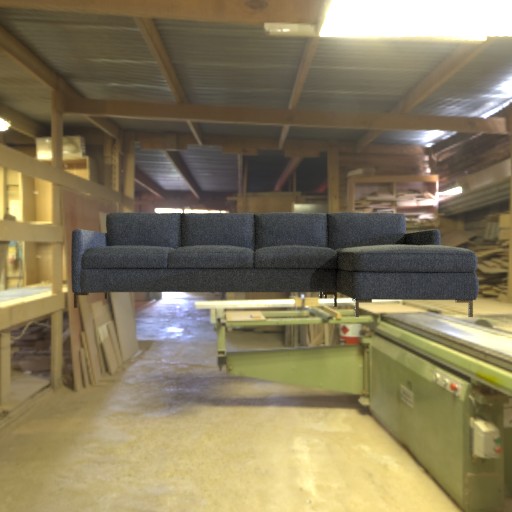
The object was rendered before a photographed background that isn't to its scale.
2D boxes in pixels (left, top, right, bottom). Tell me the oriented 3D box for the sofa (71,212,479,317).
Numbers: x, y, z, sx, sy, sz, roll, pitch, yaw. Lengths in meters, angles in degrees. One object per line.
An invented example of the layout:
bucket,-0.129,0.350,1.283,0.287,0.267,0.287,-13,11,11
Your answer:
sofa,0.000,0.000,3.553,2.932,0.810,1.350,0,0,0
